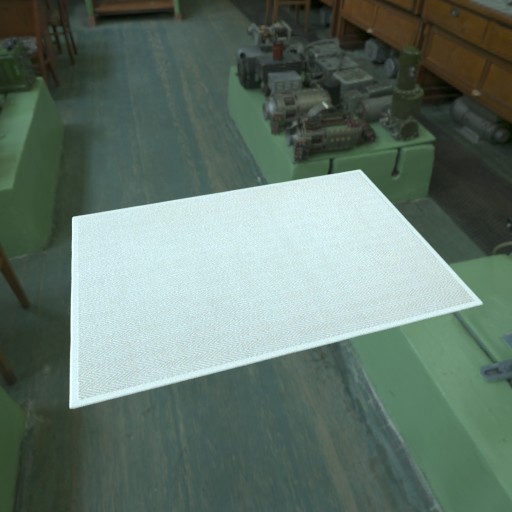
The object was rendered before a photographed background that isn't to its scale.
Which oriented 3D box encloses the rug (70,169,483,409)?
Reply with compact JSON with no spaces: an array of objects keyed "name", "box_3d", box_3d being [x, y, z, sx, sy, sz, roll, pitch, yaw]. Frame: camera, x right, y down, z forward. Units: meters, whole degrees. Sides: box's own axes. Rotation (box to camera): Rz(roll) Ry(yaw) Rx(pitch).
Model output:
[{"name":"rug","box_3d":[0.000,0.000,2.818,2.244,0.017,1.532,-11,43,-12]}]
